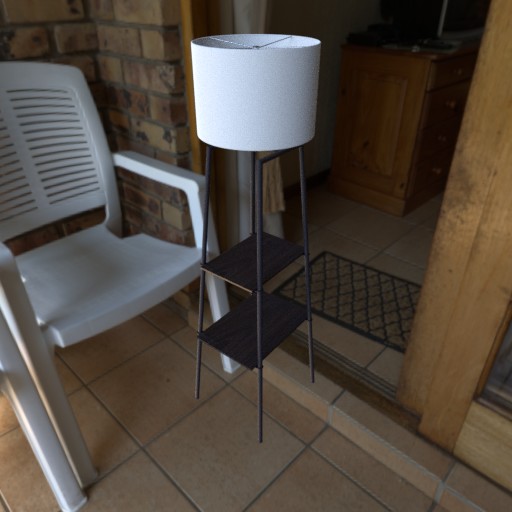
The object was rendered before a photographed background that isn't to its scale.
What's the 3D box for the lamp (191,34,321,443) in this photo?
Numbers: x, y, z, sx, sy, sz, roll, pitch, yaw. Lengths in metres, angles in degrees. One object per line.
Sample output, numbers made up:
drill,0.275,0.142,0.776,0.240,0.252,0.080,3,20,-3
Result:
lamp,0.000,0.000,1.679,0.384,1.474,0.427,23,38,32
